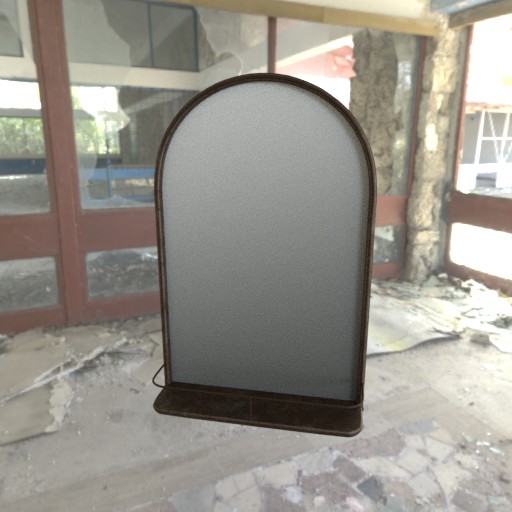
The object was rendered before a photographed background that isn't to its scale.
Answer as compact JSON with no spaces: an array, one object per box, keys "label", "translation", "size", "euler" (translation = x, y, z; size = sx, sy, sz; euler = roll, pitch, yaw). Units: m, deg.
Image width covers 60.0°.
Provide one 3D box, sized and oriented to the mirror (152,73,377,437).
[{"label":"mirror","translation":[0.000,0.000,0.980],"size":[0.510,0.770,0.137],"euler":[3,14,11]}]
